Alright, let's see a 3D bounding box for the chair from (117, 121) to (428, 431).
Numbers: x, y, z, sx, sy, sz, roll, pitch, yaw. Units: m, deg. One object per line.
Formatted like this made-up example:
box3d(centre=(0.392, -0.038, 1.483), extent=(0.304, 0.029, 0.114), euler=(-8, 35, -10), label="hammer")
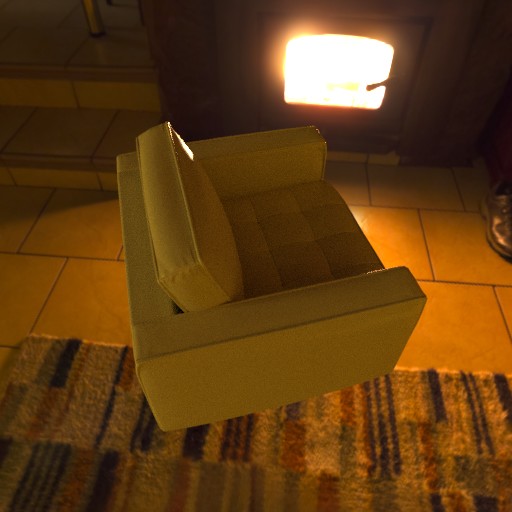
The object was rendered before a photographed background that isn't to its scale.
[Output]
box3d(centre=(0.000, 0.000, 1.549), extent=(0.843, 0.773, 0.928), euler=(-11, 49, -10), label="chair")
